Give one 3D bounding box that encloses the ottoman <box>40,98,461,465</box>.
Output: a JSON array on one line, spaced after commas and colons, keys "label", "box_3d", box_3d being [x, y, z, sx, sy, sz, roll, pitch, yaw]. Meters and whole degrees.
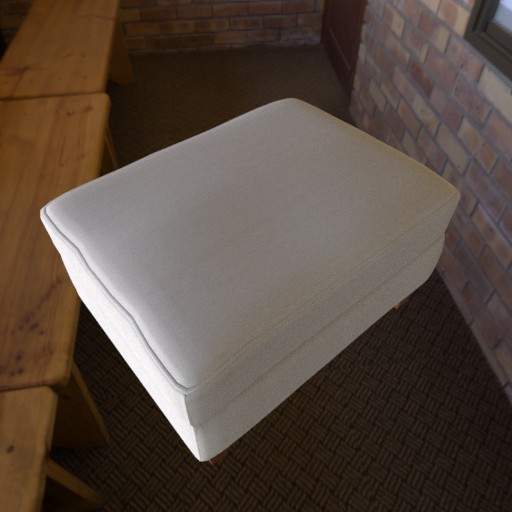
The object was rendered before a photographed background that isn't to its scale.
[{"label": "ottoman", "box_3d": [0.000, 0.000, 1.172, 0.818, 0.496, 0.634, -32, 55, -26]}]
